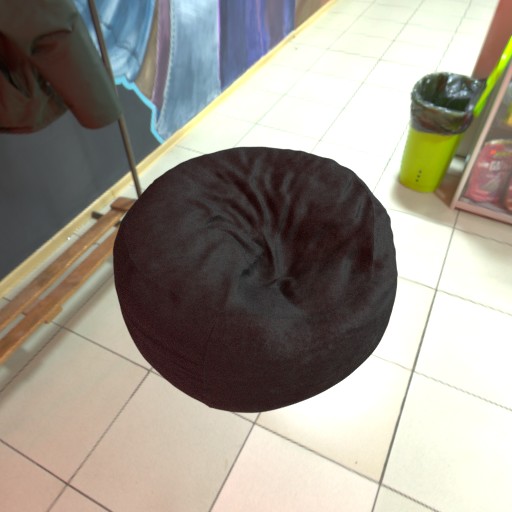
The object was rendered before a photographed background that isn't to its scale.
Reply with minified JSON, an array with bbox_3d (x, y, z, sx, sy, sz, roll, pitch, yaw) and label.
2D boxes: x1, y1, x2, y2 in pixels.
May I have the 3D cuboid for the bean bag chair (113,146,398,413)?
[{"bbox_3d":[0.000,0.000,2.432,1.525,0.751,1.525,0,46,0],"label":"bean bag chair"}]
